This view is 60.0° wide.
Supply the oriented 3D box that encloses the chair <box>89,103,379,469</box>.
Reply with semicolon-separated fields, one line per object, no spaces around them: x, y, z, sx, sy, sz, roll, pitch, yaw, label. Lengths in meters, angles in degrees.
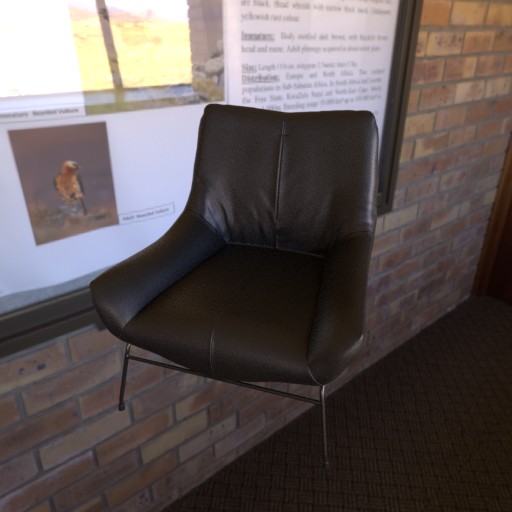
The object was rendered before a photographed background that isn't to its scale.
0.000;0.000;1.573;0.836;0.922;0.826;9;28;17;chair
